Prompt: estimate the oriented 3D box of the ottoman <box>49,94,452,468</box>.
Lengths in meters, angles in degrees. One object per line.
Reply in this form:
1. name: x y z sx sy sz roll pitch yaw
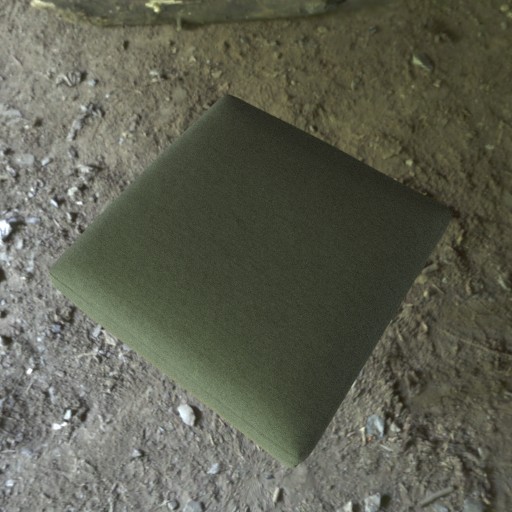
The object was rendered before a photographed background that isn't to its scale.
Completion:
1. ottoman: 0.000 0.000 1.635 1.041 0.470 1.041 33 68 15
